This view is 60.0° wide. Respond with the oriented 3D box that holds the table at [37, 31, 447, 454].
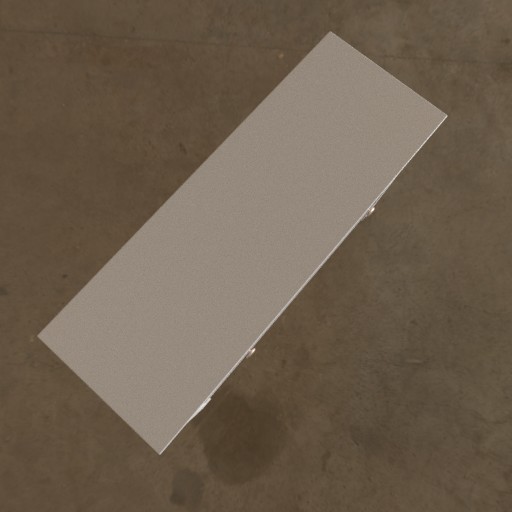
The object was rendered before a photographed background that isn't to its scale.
[{"bbox_3d":[0.000,0.000,1.437,0.397,0.753,1.068,40,80,9],"label":"table"}]
